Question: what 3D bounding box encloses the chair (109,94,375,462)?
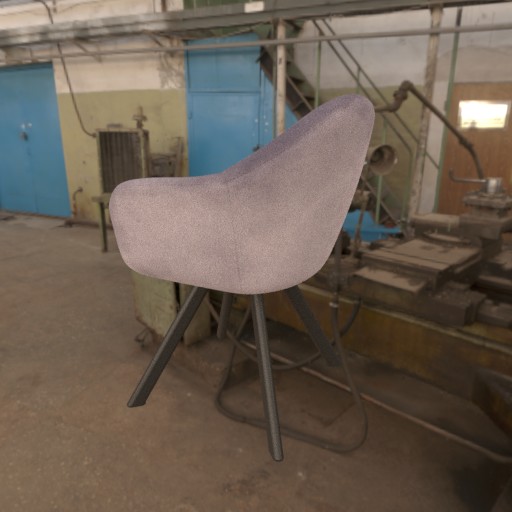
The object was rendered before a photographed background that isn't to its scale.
[{"bbox_3d":[0.000,0.000,1.152,0.540,0.780,0.570,8,19,26],"label":"chair"}]
